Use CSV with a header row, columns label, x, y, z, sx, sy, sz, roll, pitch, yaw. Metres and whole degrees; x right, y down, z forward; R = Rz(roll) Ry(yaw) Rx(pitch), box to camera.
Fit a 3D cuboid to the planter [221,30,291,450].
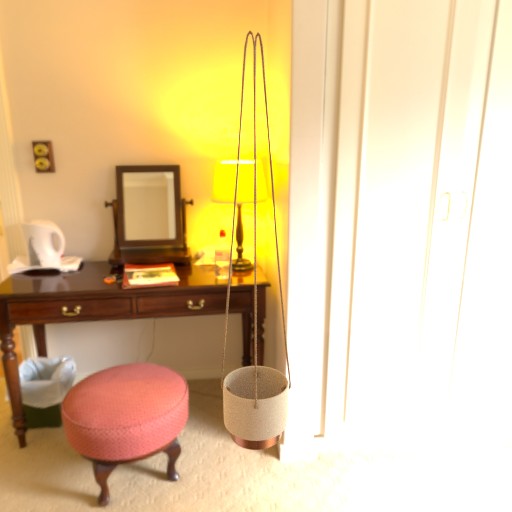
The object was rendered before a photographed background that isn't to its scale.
label,x,y,z,sx,sy,sz,roll,pitch,yaw
planter,0.000,0.000,0.910,0.146,0.841,0.146,-14,20,-43
